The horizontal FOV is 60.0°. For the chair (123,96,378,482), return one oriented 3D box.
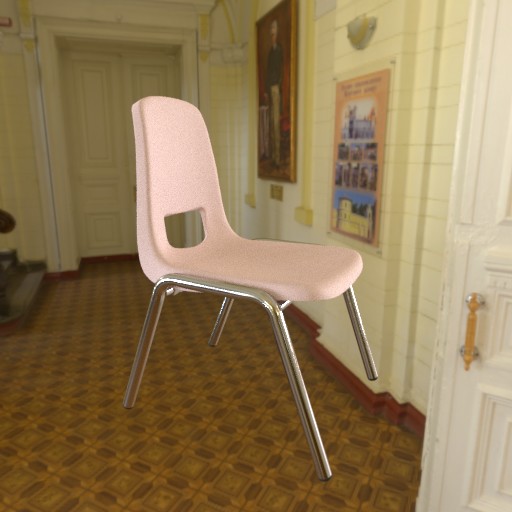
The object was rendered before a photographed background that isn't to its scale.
[{"bbox_3d":[0.000,0.000,0.839,0.423,0.586,0.354,7,16,26],"label":"chair"}]
